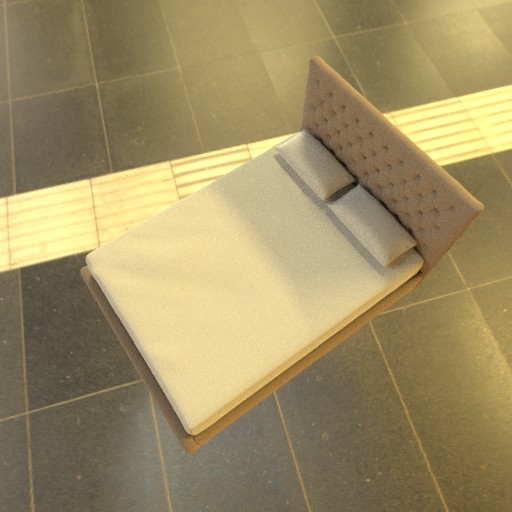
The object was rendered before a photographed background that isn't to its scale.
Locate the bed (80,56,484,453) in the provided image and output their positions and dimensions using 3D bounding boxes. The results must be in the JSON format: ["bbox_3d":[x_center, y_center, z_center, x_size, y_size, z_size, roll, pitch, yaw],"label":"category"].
[{"bbox_3d":[0.000,0.000,3.396,2.387,1.427,1.698,-33,68,-15],"label":"bed"}]
